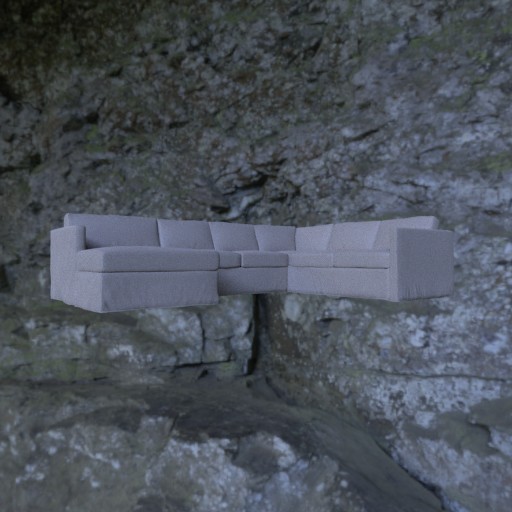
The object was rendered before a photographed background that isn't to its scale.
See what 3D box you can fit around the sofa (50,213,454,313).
[{"bbox_3d":[0.000,0.000,4.639,3.528,0.878,2.476,0,0,-37],"label":"sofa"}]
